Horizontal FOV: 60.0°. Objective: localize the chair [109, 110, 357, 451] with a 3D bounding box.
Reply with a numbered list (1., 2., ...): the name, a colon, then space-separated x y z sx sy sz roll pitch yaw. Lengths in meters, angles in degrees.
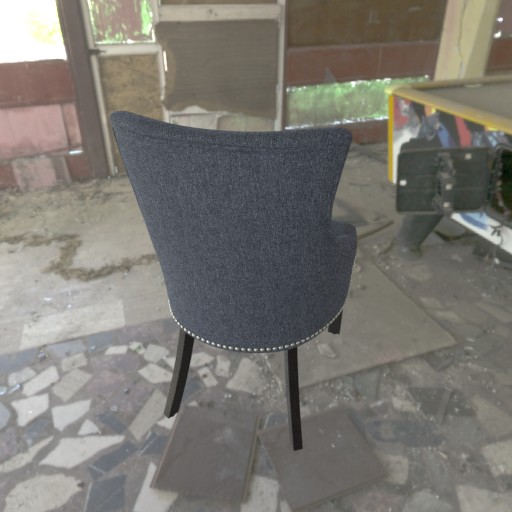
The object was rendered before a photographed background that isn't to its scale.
1. chair: 0.000 0.000 1.303 0.566 0.909 0.629 9 33 14
